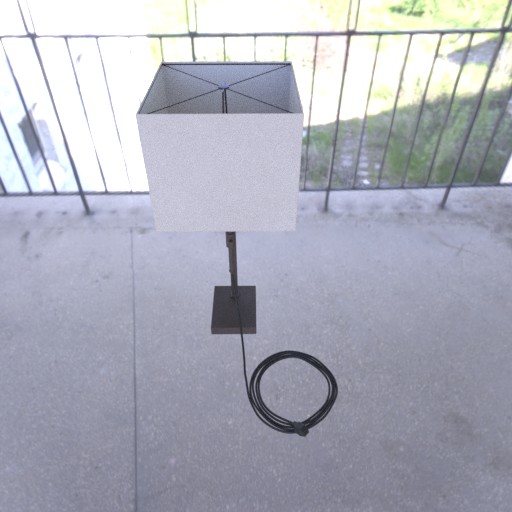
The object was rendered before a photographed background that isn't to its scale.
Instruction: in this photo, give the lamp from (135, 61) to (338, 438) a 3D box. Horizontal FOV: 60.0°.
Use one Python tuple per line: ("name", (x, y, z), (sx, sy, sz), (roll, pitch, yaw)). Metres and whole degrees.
("lamp", (0.000, 0.000, 0.965), (0.399, 0.660, 0.504), (0, 40, 0))
